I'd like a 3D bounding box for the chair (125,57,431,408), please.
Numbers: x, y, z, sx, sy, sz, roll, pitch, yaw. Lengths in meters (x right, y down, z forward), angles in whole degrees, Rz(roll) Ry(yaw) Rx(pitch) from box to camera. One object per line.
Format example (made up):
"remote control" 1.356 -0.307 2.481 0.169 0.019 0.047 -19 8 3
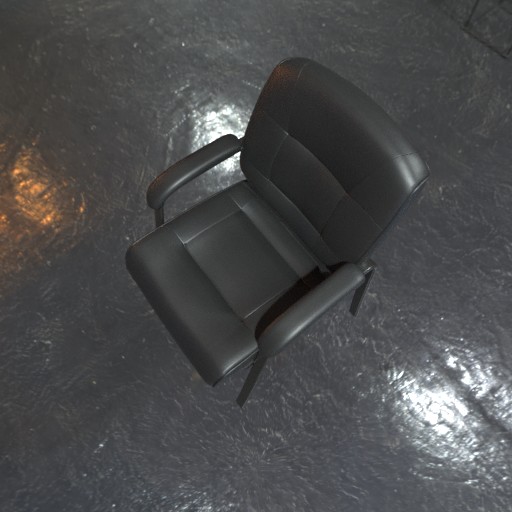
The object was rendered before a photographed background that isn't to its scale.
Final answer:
"chair" 0.000 0.000 1.329 0.668 0.910 0.591 -34 69 -15
